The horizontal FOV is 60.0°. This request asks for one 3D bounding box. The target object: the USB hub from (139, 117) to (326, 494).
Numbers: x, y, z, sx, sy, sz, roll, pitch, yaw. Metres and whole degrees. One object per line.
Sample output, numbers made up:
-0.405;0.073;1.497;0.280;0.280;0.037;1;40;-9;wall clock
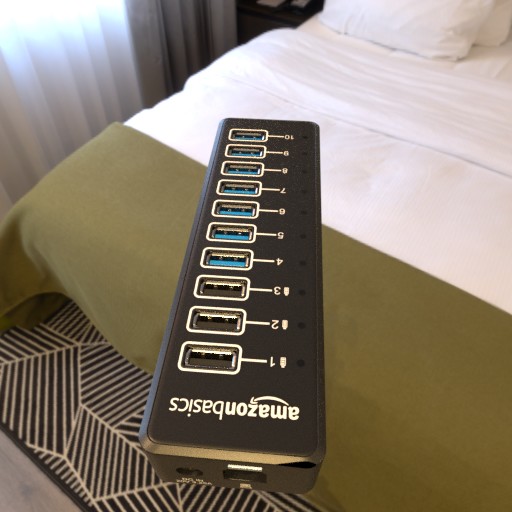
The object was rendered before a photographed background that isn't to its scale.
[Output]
0.000;0.000;0.157;0.044;0.023;0.145;4;48;3;USB hub
